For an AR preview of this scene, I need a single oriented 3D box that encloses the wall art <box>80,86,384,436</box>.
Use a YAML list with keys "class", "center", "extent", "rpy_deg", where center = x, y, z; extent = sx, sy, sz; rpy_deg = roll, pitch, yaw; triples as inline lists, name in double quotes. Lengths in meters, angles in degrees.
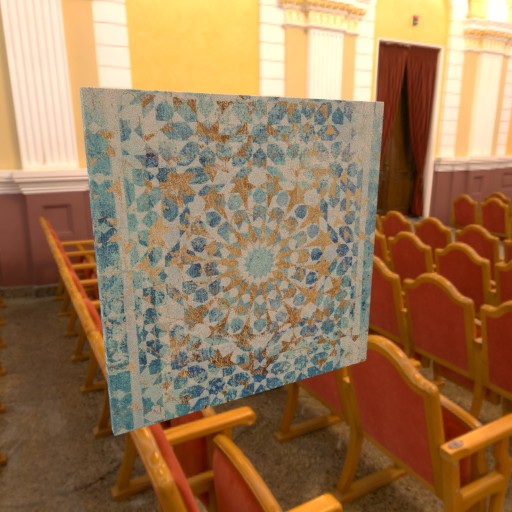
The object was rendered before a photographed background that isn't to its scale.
- class: "wall art"
  center: [0.000, 0.000, 1.345]
  extent: [0.916, 0.916, 0.040]
  rpy_deg: [-8, 17, -27]
